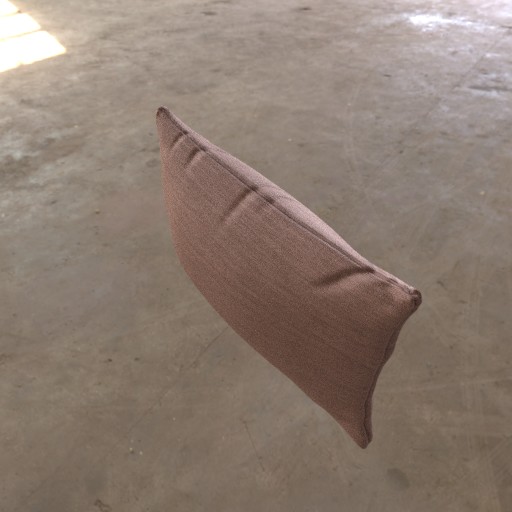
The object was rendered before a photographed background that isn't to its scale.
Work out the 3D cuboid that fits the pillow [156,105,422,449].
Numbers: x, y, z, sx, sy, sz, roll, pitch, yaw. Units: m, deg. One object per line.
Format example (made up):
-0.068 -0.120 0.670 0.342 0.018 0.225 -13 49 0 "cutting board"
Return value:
0.000 0.000 0.781 0.210 0.338 0.633 -25 47 -26 "pillow"
